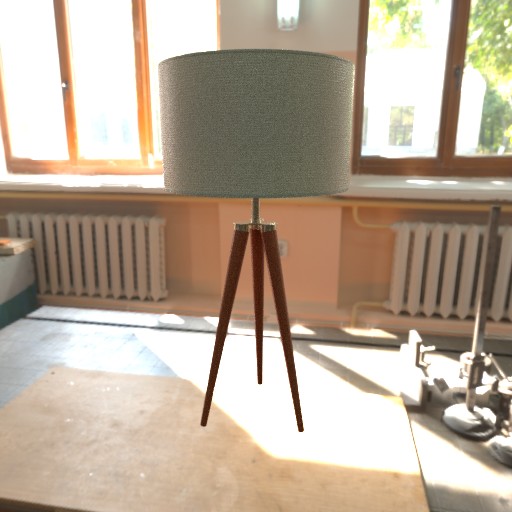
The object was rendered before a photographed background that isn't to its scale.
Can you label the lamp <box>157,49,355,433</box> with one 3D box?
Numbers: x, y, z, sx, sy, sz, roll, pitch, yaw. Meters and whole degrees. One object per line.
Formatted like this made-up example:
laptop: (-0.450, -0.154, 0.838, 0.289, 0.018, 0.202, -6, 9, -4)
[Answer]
lamp: (0.000, 0.000, 0.901, 0.355, 0.709, 0.354, -13, 19, -43)
